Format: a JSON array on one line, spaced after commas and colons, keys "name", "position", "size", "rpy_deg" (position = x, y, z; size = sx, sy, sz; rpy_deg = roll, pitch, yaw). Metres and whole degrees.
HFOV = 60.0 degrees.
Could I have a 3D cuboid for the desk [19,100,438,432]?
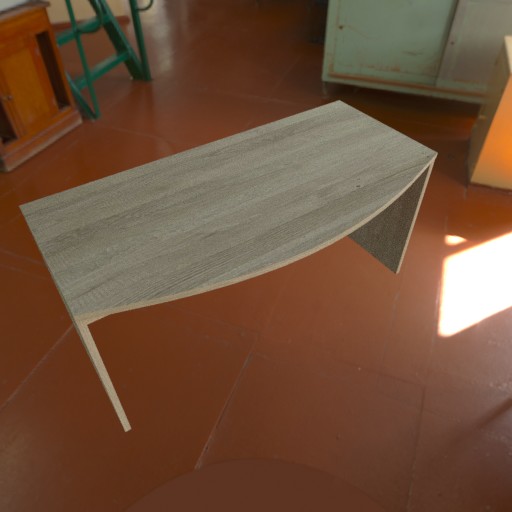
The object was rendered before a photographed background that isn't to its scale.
[{"name": "desk", "position": [0.000, 0.000, 2.005], "size": [1.600, 0.752, 0.802], "rpy_deg": [-25, 49, -24]}]
